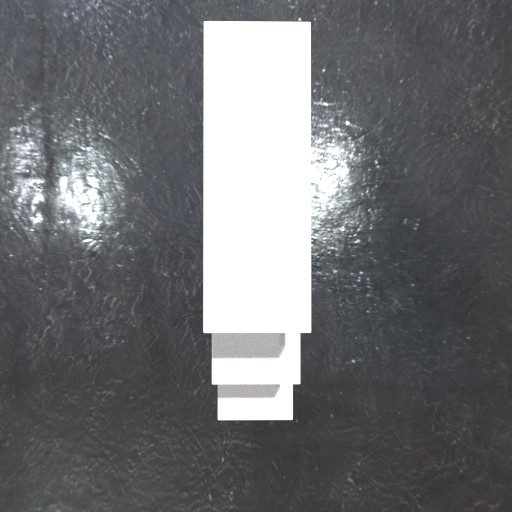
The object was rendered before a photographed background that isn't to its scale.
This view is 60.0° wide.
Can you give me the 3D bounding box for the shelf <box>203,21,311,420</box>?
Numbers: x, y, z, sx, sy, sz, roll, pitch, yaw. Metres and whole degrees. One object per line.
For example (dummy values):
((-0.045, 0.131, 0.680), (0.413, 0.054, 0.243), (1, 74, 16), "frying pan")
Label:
((0.000, 0.000, 0.721), (0.140, 0.293, 0.610), (0, 89, -1), "shelf")
